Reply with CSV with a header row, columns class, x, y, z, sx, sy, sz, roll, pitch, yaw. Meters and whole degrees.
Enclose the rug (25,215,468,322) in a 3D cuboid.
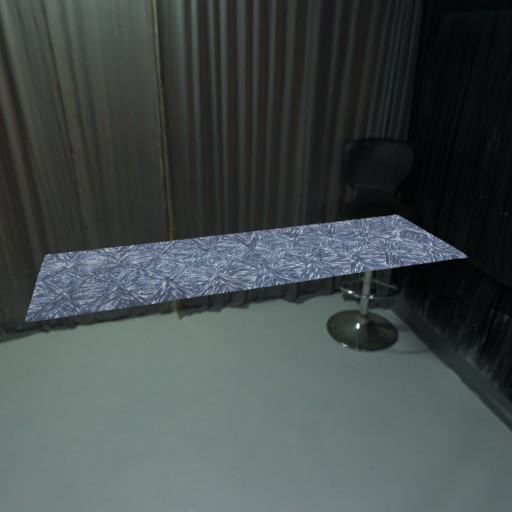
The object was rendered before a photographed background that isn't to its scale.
class,x,y,z,sx,sy,sz,roll,pitch,yaw
rug,0.000,0.000,2.519,2.306,0.013,0.719,-7,26,-15
